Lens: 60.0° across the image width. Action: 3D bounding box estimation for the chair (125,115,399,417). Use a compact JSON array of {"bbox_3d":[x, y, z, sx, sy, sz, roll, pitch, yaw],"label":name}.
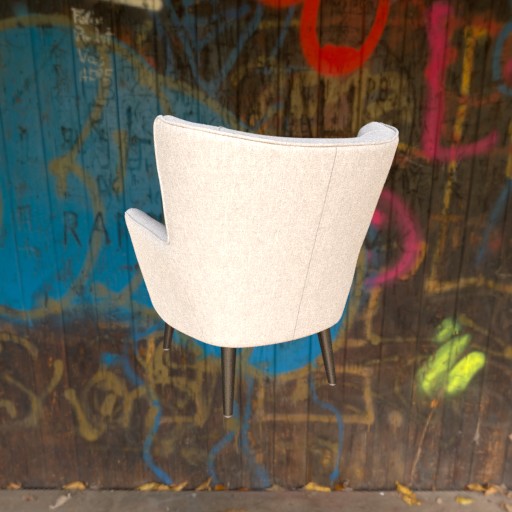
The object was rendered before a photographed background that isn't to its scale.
[{"bbox_3d":[0.000,0.000,1.605,0.781,0.933,0.888,-7,16,-27],"label":"chair"}]
